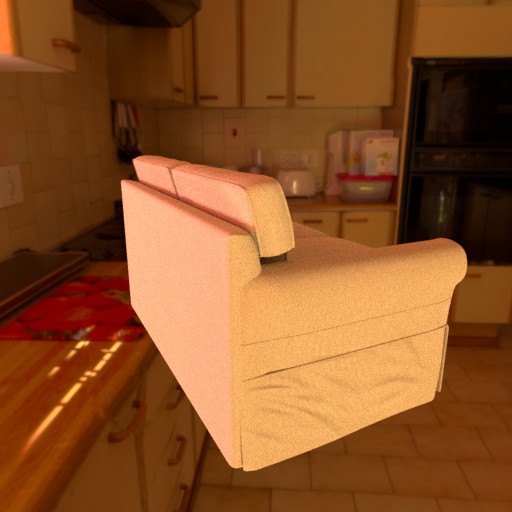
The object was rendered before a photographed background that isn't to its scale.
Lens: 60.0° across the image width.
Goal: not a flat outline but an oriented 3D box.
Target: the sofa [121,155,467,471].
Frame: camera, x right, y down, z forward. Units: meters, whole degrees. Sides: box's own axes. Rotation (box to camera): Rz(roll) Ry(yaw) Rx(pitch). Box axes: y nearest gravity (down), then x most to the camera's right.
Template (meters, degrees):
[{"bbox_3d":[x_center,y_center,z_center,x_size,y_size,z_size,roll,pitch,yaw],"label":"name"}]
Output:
[{"bbox_3d":[0.000,0.000,2.231,0.991,0.940,1.727,-8,17,-26],"label":"sofa"}]
